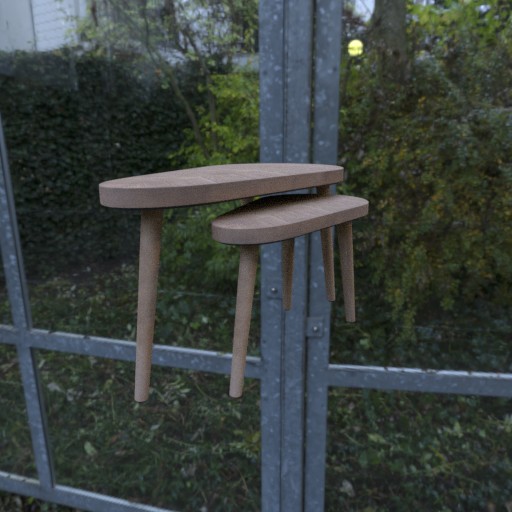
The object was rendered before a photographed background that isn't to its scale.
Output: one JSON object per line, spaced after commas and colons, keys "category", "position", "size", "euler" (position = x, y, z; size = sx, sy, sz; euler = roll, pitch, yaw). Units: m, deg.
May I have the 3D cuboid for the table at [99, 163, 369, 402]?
{"category": "table", "position": [0.000, 0.000, 1.600], "size": [0.701, 0.595, 1.190], "euler": [8, 17, 27]}
